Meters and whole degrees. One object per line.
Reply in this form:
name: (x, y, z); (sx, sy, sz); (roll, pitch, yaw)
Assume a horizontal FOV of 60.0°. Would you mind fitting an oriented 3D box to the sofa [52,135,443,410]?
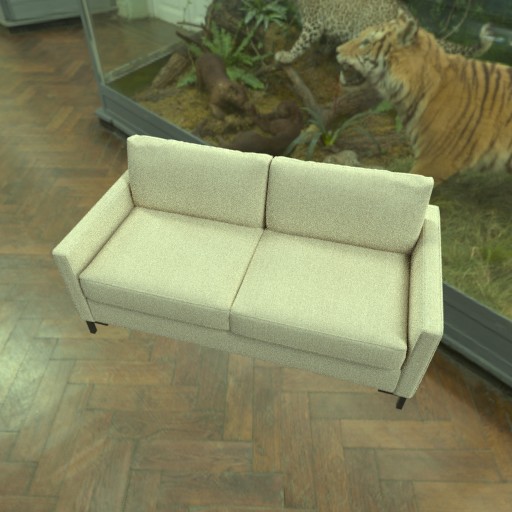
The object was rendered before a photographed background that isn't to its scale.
sofa: (0.000, 0.000, 2.137); (1.651, 0.812, 0.839); (11, 44, 11)
